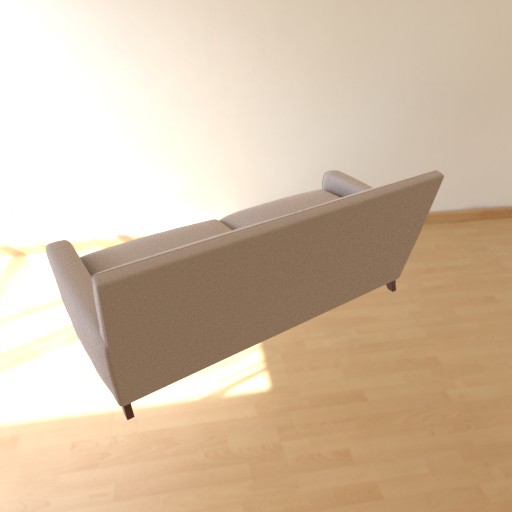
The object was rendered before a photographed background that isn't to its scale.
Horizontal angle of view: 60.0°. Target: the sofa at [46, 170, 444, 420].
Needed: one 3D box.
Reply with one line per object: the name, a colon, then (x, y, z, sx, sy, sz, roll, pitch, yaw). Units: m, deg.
sofa: (0.000, 0.000, 2.469, 2.000, 0.846, 0.875, -19, 35, -29)
